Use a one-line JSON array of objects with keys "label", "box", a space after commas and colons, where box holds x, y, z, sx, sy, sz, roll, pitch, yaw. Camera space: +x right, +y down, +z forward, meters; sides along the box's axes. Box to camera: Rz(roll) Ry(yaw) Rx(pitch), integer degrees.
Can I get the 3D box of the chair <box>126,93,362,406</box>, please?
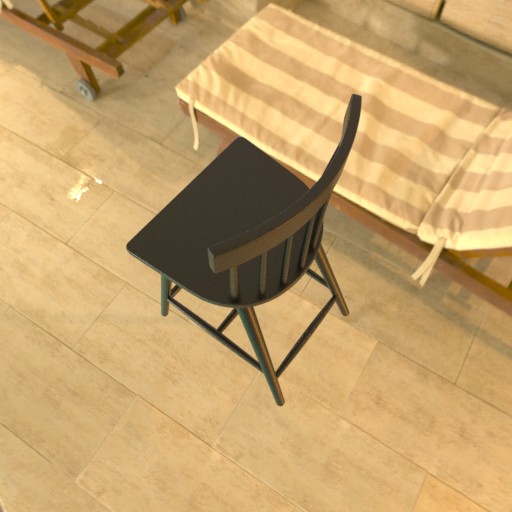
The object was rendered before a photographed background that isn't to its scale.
[{"label": "chair", "box": [0.000, 0.000, 1.277, 0.572, 0.952, 0.483, 35, 68, 16]}]
